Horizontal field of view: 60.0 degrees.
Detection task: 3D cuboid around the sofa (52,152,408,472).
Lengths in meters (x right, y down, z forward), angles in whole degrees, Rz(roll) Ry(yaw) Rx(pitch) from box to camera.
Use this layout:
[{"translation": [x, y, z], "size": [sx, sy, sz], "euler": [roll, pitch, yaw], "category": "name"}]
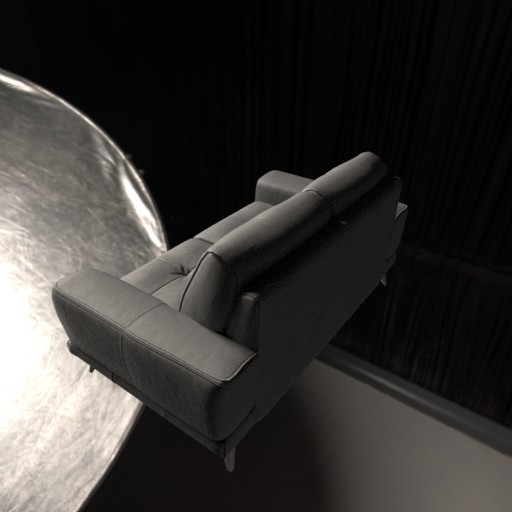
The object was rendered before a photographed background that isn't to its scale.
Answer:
[{"translation": [0.000, 0.000, 2.355], "size": [1.018, 0.907, 1.806], "euler": [21, 37, 30], "category": "sofa"}]
